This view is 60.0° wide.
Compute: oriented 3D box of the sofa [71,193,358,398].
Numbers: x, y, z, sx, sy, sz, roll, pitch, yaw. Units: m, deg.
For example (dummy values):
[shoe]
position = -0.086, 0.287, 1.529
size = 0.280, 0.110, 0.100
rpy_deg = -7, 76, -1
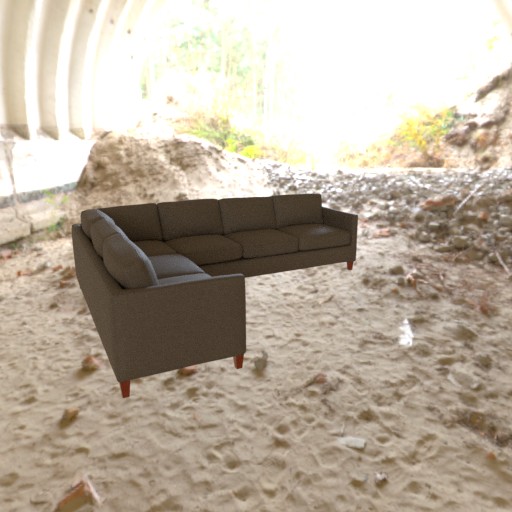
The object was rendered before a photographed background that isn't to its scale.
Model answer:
[sofa]
position = 0.000, 0.000, 4.561
size = 3.302, 0.947, 2.593
rpy_deg = -8, 17, -26
